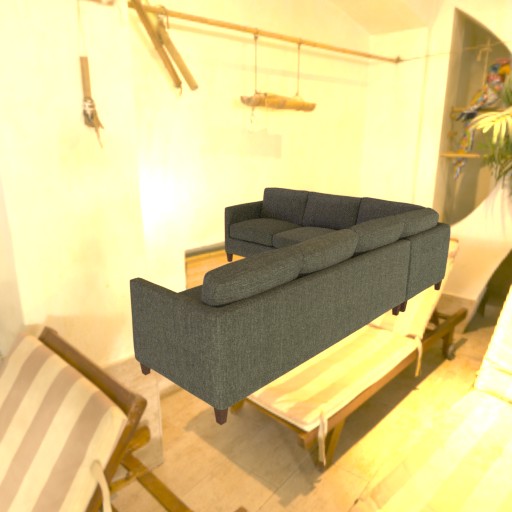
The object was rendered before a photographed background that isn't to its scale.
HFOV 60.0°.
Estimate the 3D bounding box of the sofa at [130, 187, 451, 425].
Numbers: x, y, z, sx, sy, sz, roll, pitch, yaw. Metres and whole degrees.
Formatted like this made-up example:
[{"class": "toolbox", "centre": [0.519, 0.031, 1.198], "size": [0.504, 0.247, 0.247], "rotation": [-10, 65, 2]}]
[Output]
[{"class": "sofa", "centre": [0.000, 0.000, 4.416], "size": [2.593, 0.947, 3.302], "rotation": [15, 22, 42]}]
